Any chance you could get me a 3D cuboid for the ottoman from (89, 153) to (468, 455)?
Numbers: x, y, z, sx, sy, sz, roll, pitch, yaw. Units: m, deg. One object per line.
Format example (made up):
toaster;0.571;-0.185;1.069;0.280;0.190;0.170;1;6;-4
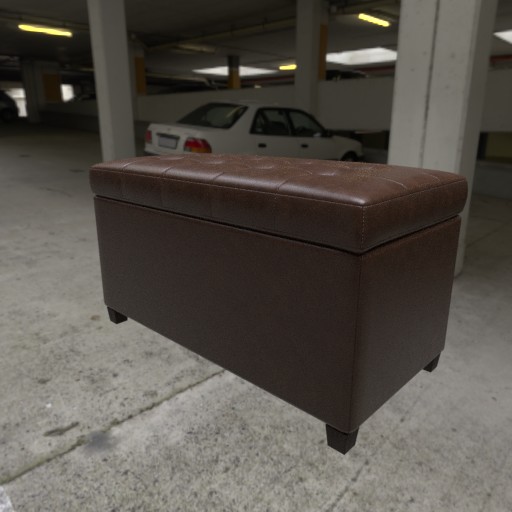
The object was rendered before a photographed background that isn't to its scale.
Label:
ottoman;0.000;0.000;1.109;0.838;0.470;0.432;15;22;41
